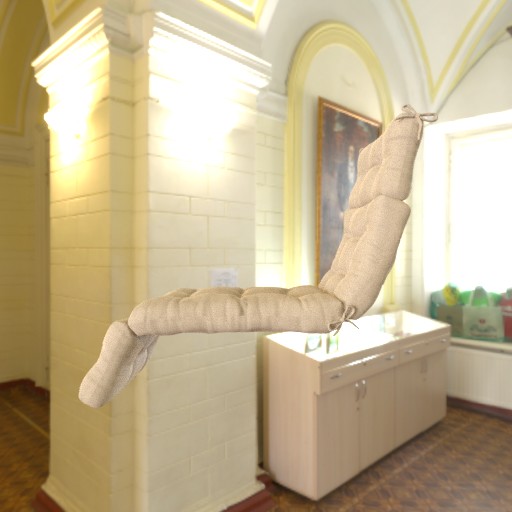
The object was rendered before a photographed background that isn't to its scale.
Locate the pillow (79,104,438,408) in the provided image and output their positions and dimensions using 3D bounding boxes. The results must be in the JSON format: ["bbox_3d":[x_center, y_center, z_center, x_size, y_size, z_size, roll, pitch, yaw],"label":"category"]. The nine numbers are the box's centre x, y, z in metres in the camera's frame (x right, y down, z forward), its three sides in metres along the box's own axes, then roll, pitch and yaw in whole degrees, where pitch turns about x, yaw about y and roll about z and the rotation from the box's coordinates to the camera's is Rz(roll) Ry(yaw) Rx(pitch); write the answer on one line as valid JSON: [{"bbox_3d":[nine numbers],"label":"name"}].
[{"bbox_3d":[0.000,0.000,1.478,1.016,0.863,0.526,0,0,0],"label":"pillow"}]
